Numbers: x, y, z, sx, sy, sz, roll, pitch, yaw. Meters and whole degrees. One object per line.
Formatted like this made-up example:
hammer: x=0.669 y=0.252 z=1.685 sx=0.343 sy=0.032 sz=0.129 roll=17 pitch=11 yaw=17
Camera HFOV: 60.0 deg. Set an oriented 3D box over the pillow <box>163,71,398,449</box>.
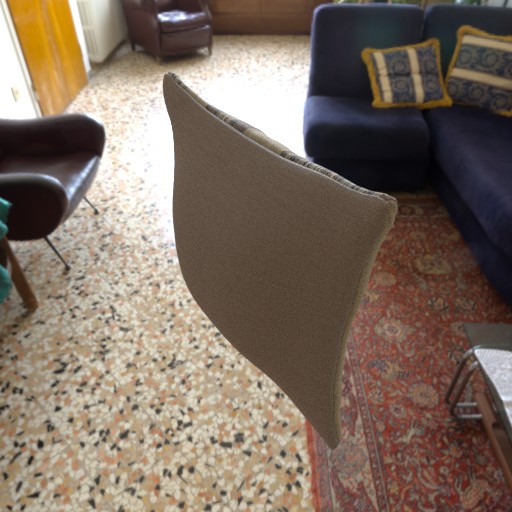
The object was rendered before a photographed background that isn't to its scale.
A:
pillow: x=0.000 y=0.000 z=0.643 sx=0.189 sy=0.416 sz=0.435 roll=-24 pitch=45 yaw=-26
